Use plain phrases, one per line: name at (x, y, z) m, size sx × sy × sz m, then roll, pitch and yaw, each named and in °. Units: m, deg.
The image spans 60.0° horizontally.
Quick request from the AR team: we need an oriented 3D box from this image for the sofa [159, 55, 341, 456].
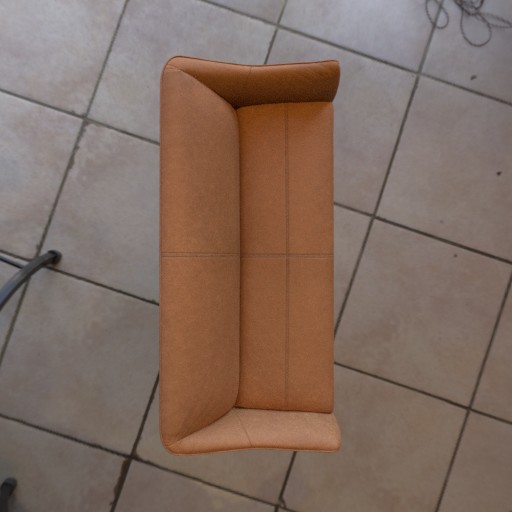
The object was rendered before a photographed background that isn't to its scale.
sofa at (0.000, 0.000, 2.354) m, size 0.869 × 0.830 × 1.928 m, roll 0°, pitch 89°, yaw -1°
